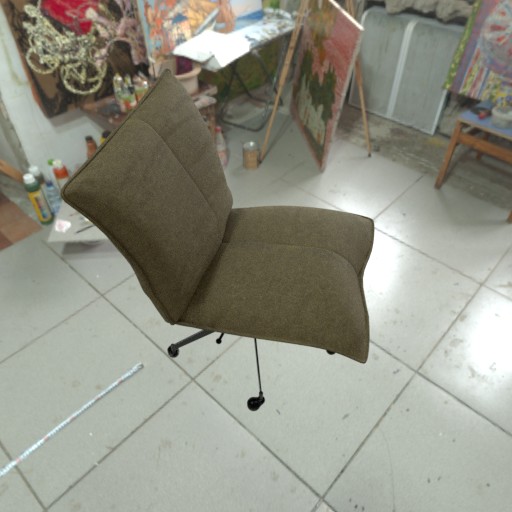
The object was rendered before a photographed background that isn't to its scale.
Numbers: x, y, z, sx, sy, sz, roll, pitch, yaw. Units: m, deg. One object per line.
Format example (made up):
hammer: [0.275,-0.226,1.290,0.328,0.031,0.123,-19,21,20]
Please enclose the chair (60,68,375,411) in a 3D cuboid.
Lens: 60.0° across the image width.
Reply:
chair: [0.000,0.000,1.307,0.696,0.811,0.597,10,46,9]
